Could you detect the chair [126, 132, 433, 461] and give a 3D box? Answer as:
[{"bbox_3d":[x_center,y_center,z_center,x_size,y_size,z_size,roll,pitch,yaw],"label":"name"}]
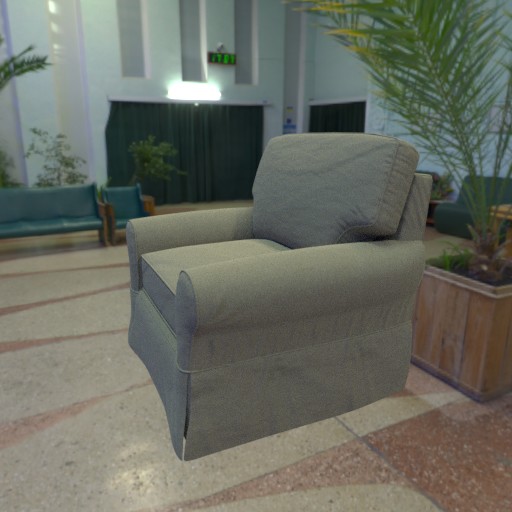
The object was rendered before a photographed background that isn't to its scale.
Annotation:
[{"bbox_3d":[0.000,0.000,1.892,0.988,1.017,1.135,-7,16,-24],"label":"chair"}]
